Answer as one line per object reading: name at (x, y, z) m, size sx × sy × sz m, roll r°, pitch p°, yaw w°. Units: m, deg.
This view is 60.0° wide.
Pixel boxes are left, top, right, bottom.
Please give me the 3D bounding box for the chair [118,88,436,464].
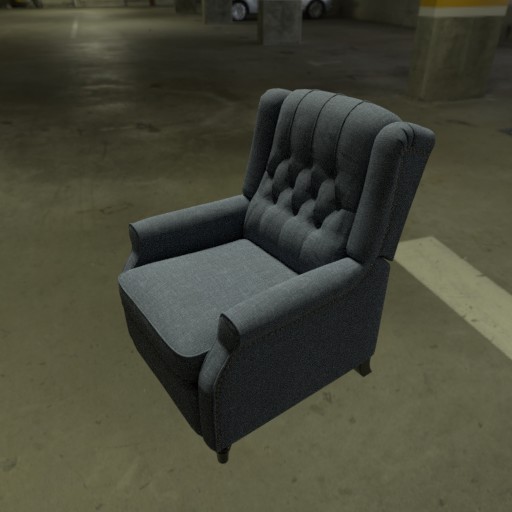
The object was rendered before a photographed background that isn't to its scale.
chair at (0.000, 0.000, 1.589) m, size 0.898 × 1.035 × 0.742 m, roll -21°, pitch 37°, yaw -30°
